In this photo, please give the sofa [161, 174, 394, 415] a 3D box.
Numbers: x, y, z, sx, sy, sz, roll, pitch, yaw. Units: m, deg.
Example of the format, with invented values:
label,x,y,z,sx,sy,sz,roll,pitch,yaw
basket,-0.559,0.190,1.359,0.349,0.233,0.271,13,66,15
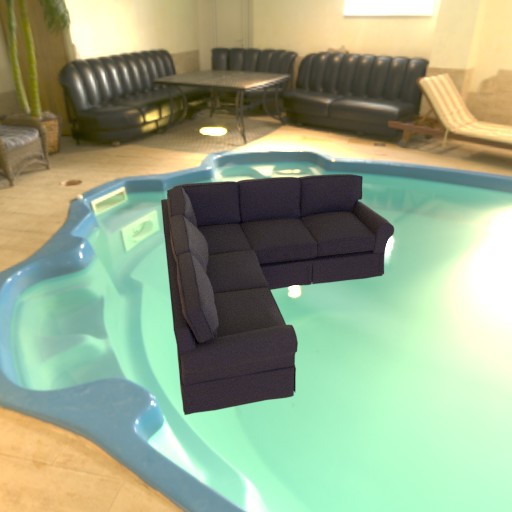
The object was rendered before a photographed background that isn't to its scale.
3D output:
label,x,y,z,sx,sy,sz,roll,pitch,yaw
sofa,0.000,0.000,5.009,2.874,1.169,3.773,9,30,16
